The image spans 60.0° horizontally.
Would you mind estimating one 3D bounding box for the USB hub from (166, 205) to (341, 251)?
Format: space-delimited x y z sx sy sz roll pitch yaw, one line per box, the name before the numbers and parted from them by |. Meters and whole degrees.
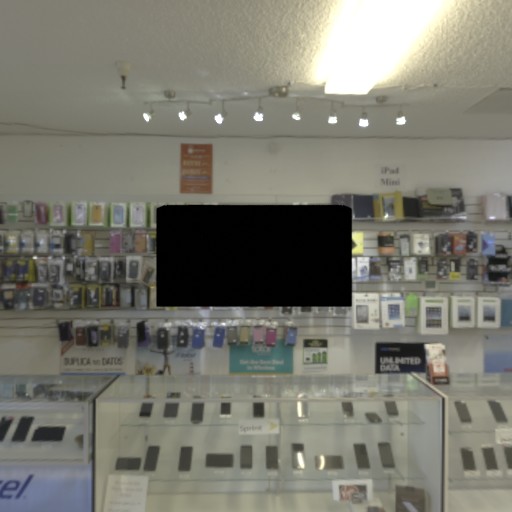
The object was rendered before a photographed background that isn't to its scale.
USB hub | 0.000 0.000 0.126 0.044 0.023 0.110 0 0 1
